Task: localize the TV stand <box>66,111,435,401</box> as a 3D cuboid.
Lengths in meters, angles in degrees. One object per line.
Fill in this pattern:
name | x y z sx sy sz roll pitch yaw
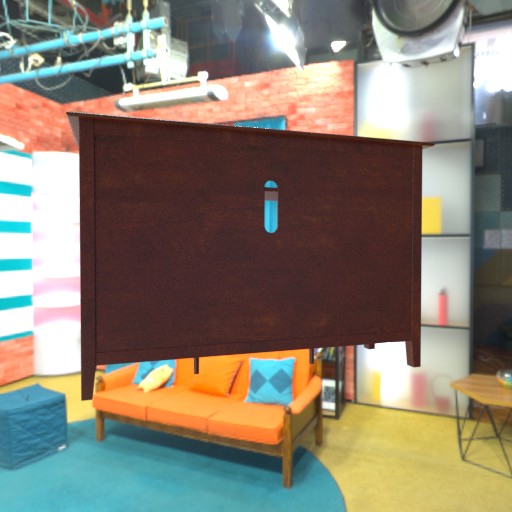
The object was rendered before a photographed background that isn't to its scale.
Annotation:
TV stand | 0.000 0.000 1.795 1.372 0.915 0.445 0 1 -18
